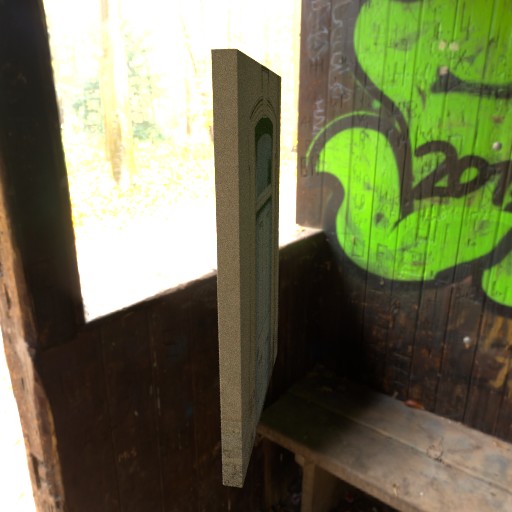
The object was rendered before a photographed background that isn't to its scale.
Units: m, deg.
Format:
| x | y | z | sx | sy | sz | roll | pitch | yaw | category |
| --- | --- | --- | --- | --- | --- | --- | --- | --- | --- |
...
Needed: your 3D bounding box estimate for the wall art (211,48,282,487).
| x | y | z | sx | sy | sz | roll | pitch | yaw | category |
| --- | --- | --- | --- | --- | --- | --- | --- | --- | --- |
| 0.000 | 0.000 | 0.968 | 0.038 | 0.764 | 0.508 | 3 | 18 | 10 | wall art |
